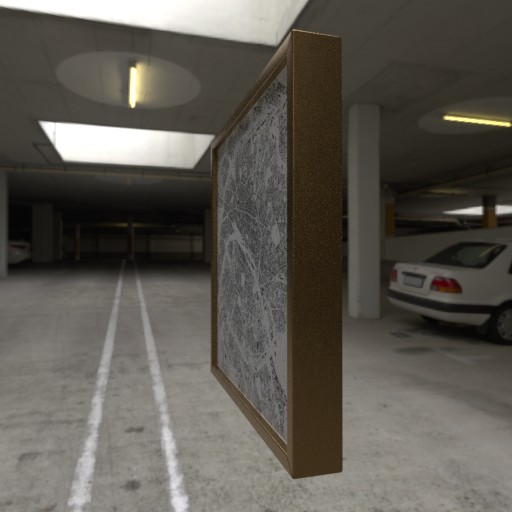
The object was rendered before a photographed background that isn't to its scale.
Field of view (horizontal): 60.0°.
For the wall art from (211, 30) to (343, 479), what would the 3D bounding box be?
[{"bbox_3d":[0.000,0.000,0.451,0.037,0.305,0.305,0,-1,-16],"label":"wall art"}]
